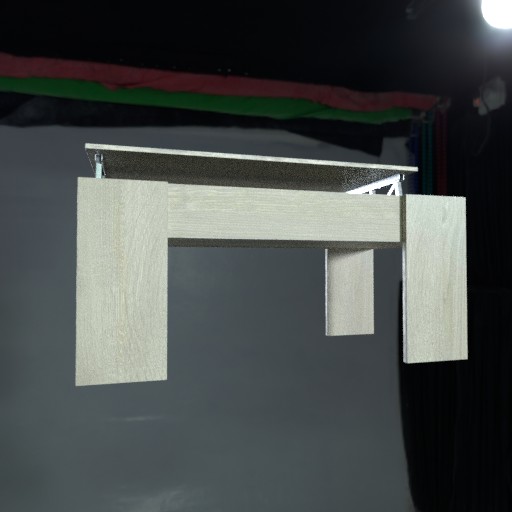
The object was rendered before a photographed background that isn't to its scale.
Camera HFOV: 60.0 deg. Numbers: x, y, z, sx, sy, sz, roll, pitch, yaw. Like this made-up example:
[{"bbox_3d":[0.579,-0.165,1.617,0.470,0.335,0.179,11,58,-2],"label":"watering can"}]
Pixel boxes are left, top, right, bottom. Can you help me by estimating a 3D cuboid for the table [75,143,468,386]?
[{"bbox_3d":[0.000,0.000,1.412,1.000,0.570,0.711,0,-2,-16],"label":"table"}]
